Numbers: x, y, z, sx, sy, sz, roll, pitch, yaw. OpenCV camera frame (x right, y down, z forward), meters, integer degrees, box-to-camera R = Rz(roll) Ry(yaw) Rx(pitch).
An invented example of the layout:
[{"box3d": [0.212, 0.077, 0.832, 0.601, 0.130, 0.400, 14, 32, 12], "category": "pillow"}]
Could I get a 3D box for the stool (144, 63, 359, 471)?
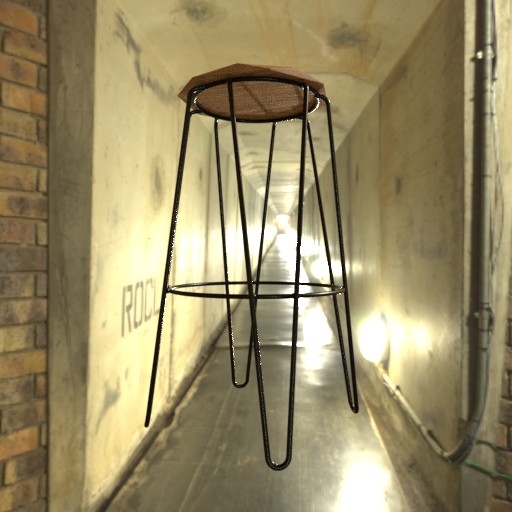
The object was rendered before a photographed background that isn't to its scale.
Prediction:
[{"box3d": [0.000, 0.000, 0.827, 0.326, 0.610, 0.326, 0, 0, 35], "category": "stool"}]
